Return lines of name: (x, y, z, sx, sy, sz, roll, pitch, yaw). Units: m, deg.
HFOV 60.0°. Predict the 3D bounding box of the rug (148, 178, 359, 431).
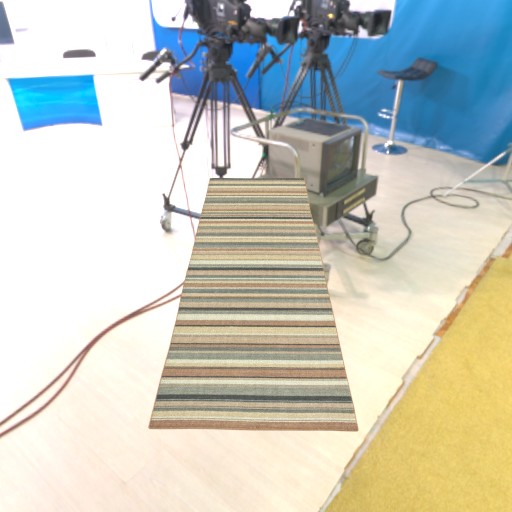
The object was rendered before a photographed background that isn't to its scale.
rug: (0.000, 0.000, 2.698, 0.799, 0.010, 2.444, 0, 32, 0)
